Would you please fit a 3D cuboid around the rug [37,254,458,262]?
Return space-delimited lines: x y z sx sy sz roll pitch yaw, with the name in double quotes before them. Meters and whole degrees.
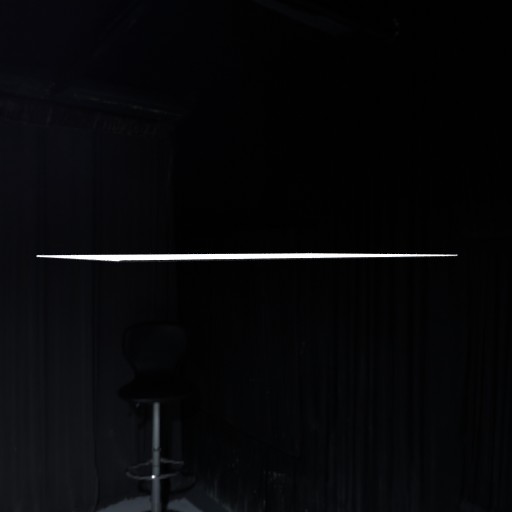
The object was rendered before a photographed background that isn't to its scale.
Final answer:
"rug" 0.000 0.000 3.015 2.442 0.010 1.546 -1 1 -37
